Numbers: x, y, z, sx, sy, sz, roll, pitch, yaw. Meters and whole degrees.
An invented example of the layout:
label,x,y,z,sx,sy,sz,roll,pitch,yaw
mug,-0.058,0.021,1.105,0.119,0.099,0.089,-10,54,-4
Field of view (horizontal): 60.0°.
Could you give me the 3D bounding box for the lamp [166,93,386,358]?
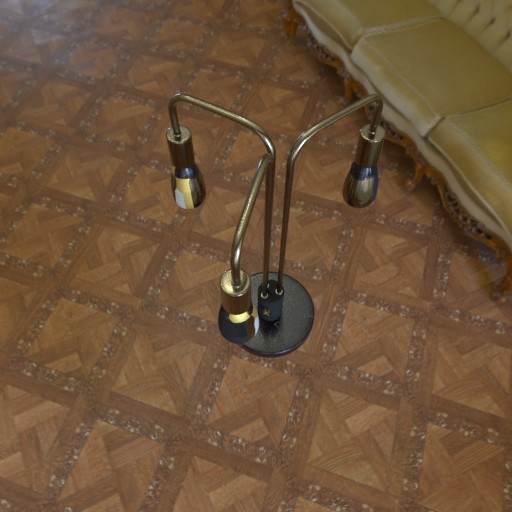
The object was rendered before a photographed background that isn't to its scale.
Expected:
label,x,y,z,sx,sy,sz,roll,pitch,yaw
lamp,0.000,0.000,0.797,0.355,0.560,0.368,15,60,9
